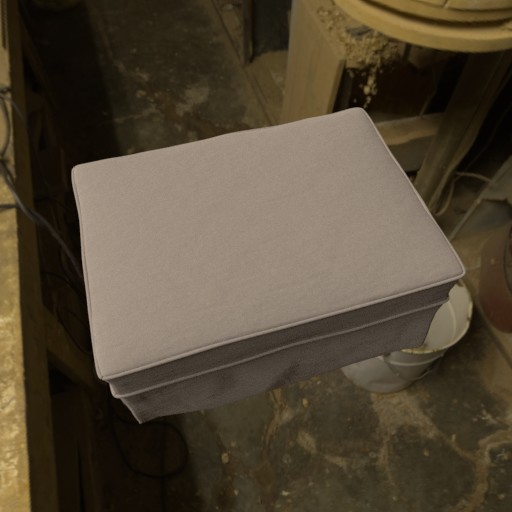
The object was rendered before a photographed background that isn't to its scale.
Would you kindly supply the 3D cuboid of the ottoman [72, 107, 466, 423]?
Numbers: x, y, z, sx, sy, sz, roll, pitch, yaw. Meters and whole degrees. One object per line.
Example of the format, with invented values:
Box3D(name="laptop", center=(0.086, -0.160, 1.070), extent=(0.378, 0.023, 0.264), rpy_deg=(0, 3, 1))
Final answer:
Box3D(name="ottoman", center=(0.000, 0.000, 1.330), extent=(0.944, 0.479, 0.703), rpy_deg=(-14, 59, -9))
